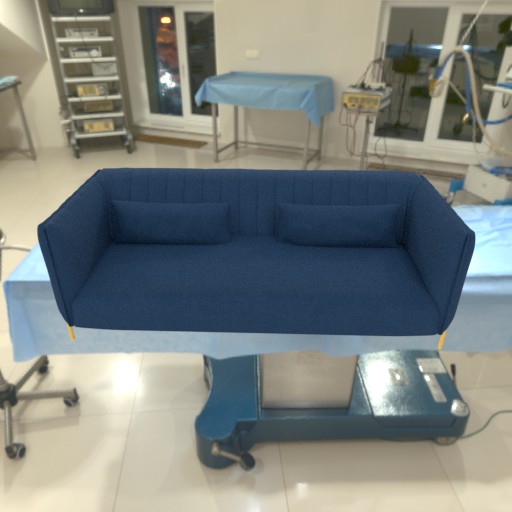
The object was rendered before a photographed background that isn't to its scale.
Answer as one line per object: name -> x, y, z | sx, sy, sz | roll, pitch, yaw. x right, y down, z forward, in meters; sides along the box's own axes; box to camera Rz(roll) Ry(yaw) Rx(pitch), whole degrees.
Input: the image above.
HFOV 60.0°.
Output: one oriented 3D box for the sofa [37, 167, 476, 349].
sofa -> 0.000, 0.000, 2.601 | 2.136, 0.793, 0.896 | 1, 30, 2
